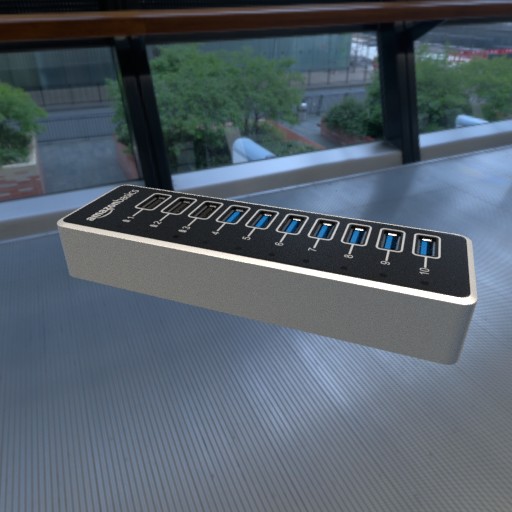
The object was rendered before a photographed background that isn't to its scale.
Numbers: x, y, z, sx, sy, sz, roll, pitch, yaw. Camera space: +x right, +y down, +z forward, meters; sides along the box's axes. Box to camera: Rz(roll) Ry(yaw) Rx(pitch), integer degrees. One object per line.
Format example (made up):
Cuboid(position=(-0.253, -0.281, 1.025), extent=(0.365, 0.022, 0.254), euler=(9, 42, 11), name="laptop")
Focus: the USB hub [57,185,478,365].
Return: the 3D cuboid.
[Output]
Cuboid(position=(0.000, 0.000, 0.165), extent=(0.145, 0.023, 0.044), euler=(11, 32, 18), name="USB hub")
